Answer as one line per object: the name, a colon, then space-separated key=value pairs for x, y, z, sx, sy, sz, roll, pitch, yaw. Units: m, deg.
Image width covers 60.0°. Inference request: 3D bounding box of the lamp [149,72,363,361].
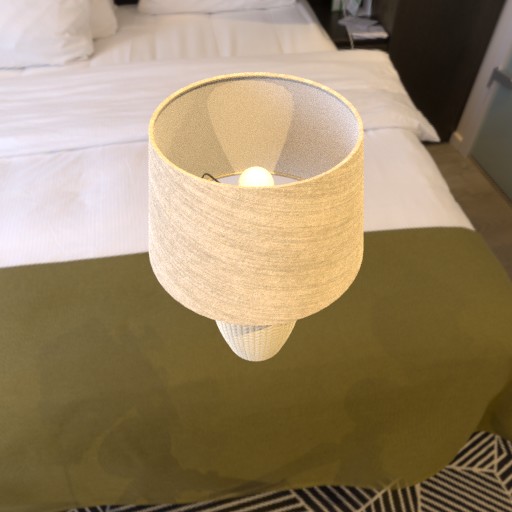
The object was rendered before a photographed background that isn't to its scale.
lamp: x=0.000 y=0.000 z=0.856 sx=0.390 sy=0.580 sz=0.390 roll=0 pitch=48 yaw=0
